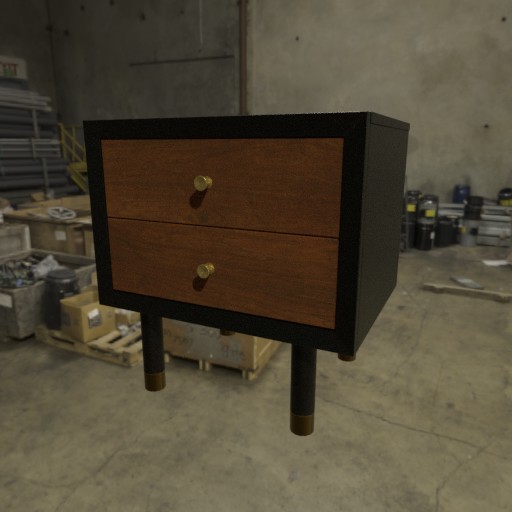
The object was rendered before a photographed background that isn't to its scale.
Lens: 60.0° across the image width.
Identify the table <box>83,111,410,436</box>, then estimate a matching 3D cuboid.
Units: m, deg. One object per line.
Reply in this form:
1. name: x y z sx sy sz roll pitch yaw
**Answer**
1. table: 0.000 0.000 1.006 0.564 0.584 0.441 7 16 25
